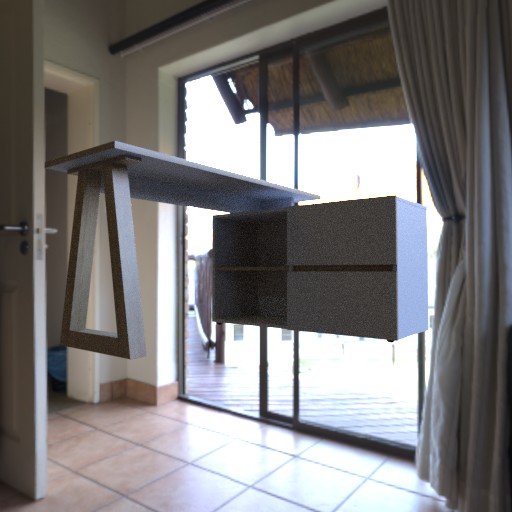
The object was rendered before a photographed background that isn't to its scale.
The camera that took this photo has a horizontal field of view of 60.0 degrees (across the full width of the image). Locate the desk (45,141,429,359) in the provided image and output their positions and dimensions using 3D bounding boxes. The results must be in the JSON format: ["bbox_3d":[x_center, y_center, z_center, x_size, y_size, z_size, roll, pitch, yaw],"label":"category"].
[{"bbox_3d":[0.000,0.000,2.014,1.098,0.755,1.404,-1,-2,38],"label":"desk"}]
